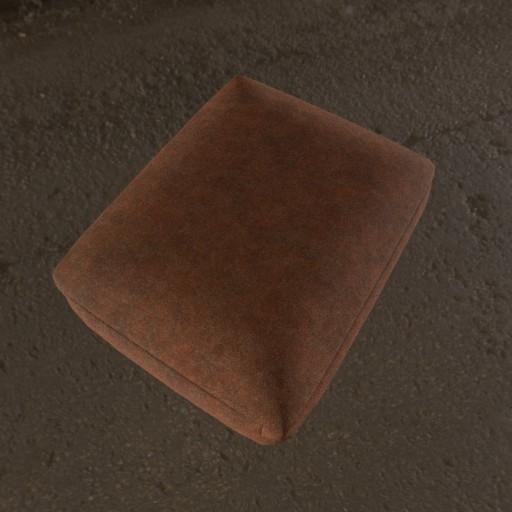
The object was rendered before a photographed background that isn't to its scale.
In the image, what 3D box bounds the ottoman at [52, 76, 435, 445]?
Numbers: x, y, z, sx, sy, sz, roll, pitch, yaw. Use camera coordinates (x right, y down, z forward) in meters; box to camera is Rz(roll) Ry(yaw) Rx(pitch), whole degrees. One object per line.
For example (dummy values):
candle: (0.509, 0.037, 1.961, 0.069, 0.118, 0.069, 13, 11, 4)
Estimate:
ottoman: (0.000, 0.000, 1.165, 0.635, 0.508, 0.787, 29, 66, 14)
